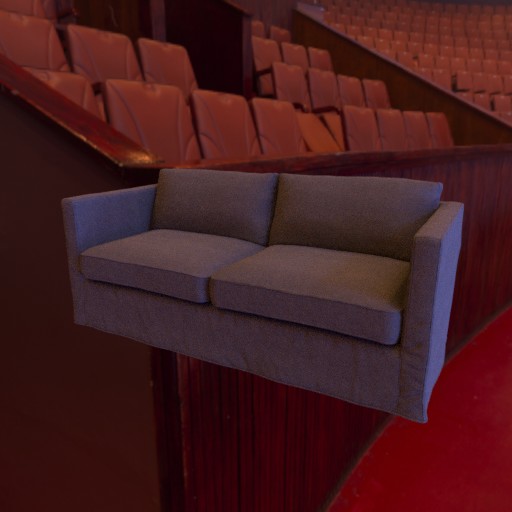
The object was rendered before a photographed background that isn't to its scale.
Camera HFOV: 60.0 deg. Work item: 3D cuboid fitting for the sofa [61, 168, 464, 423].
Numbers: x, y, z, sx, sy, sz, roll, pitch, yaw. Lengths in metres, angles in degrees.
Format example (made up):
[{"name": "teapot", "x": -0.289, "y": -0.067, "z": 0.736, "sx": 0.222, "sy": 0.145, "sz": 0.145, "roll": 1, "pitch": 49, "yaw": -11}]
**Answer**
[{"name": "sofa", "x": 0.000, "y": 0.000, "z": 2.415, "sx": 1.982, "sy": 0.855, "sz": 0.953, "roll": 8, "pitch": 18, "yaw": 27}]
